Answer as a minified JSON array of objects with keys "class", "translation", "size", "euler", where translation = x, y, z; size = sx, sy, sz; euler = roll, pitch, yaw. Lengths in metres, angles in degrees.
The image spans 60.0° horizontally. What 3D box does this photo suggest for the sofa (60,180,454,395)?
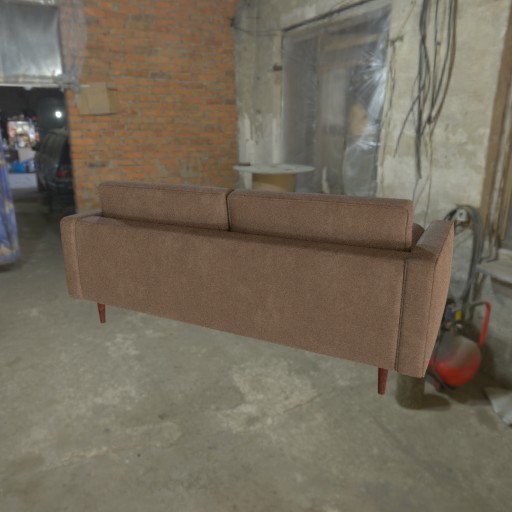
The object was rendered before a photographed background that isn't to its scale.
[{"class":"sofa","translation":[0.000,0.000,2.340],"size":[1.883,0.769,0.920],"euler":[8,18,26]}]
